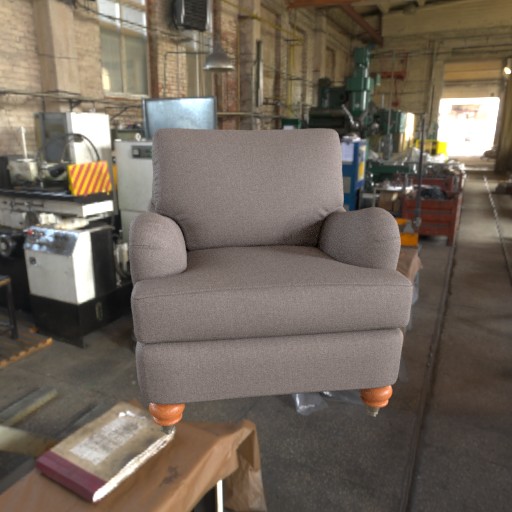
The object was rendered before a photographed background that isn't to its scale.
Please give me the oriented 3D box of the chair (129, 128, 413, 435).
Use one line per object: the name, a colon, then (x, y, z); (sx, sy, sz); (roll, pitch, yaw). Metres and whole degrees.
chair: (0.000, 0.000, 1.862); (0.955, 1.038, 1.070); (-2, 15, -8)
